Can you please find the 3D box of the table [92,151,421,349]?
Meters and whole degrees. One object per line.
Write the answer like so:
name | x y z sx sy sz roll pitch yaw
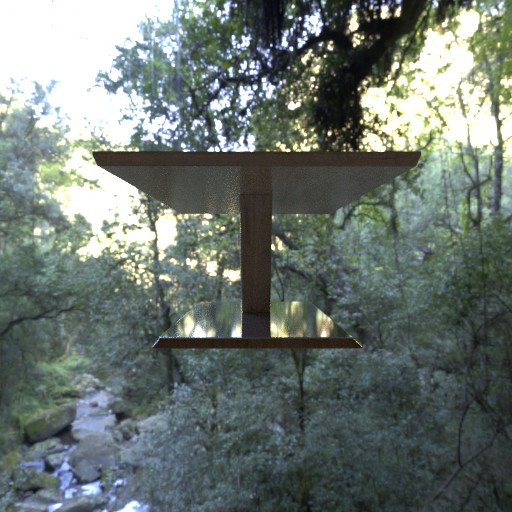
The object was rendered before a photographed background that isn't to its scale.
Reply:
table | 0.000 0.000 1.480 0.692 0.441 1.100 0 0 0
